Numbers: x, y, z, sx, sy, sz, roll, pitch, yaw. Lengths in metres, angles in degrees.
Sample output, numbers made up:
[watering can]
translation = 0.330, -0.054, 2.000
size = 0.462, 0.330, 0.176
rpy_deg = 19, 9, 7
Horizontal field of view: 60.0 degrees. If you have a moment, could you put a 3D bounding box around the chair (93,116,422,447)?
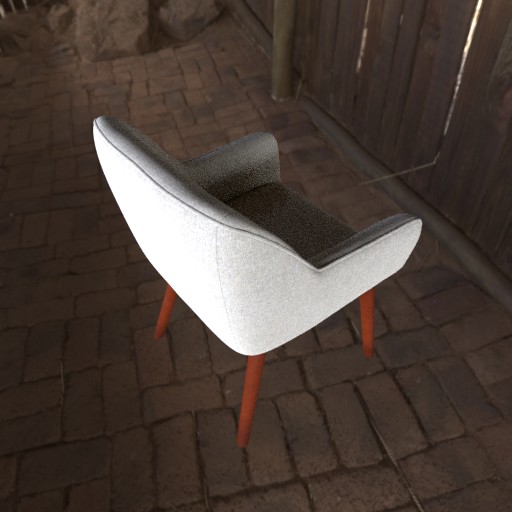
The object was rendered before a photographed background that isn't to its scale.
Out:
[chair]
translation = 0.000, 0.000, 1.236
size = 0.610, 0.813, 0.610
rpy_deg = -28, 49, -27
